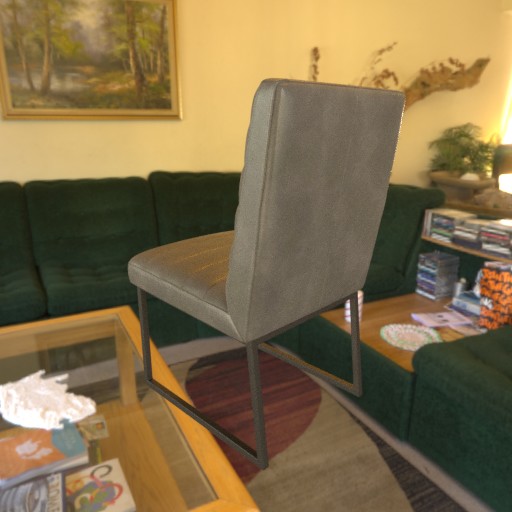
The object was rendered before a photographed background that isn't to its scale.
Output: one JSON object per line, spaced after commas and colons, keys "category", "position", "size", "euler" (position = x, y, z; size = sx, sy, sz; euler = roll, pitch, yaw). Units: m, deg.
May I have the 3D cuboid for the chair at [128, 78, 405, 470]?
{"category": "chair", "position": [0.000, 0.000, 1.319], "size": [0.634, 0.930, 0.520], "euler": [16, 23, 42]}
